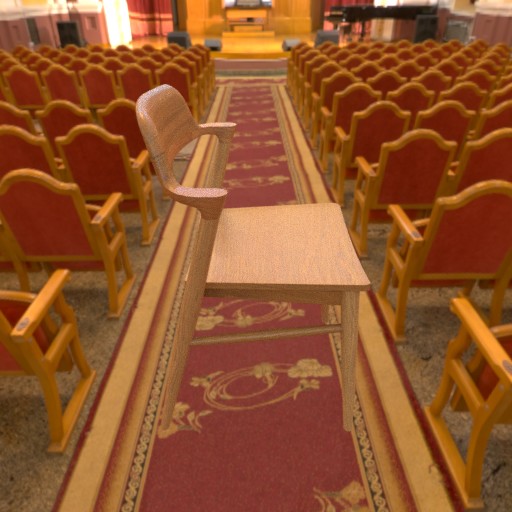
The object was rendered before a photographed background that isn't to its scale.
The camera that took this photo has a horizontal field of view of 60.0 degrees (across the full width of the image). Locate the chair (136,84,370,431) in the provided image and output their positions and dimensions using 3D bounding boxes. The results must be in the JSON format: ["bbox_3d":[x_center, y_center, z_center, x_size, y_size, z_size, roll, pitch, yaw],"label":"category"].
[{"bbox_3d":[0.000,0.000,1.140,0.499,0.792,0.512,0,31,0],"label":"chair"}]
